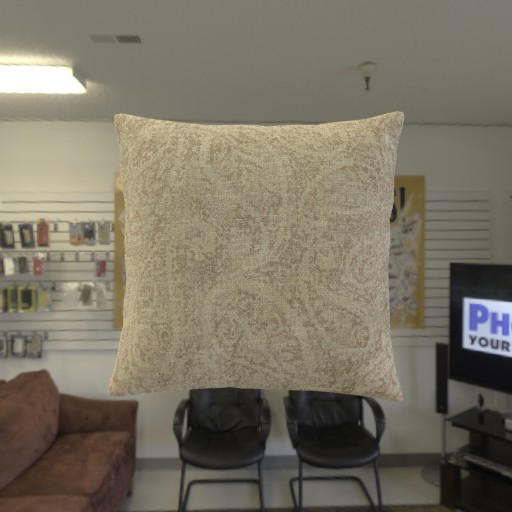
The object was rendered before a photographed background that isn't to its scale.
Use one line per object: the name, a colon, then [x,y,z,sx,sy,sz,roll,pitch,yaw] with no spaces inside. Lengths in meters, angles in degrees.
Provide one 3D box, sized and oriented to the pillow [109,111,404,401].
pillow: [0.000,0.000,0.788,0.523,0.510,0.166,0,1,1]
